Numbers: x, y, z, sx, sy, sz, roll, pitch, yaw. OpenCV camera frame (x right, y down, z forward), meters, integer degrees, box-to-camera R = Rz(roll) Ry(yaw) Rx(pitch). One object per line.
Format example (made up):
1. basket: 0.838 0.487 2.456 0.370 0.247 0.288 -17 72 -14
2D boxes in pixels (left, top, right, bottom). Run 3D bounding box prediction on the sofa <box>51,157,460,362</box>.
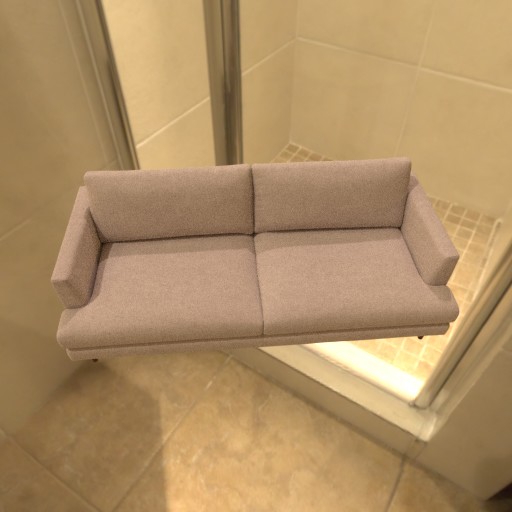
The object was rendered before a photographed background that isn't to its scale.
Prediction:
1. sofa: 0.000 0.000 2.767 2.250 0.868 1.020 -3 47 -3
